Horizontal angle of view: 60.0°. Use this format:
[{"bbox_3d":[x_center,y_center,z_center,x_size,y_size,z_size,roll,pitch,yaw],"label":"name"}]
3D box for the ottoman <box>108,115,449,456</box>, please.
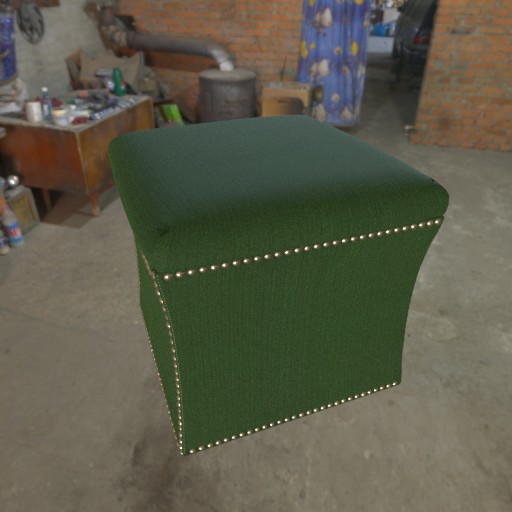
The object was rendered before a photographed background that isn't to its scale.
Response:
[{"bbox_3d":[0.000,0.000,0.919,0.497,0.475,0.507,-11,33,-18],"label":"ottoman"}]
